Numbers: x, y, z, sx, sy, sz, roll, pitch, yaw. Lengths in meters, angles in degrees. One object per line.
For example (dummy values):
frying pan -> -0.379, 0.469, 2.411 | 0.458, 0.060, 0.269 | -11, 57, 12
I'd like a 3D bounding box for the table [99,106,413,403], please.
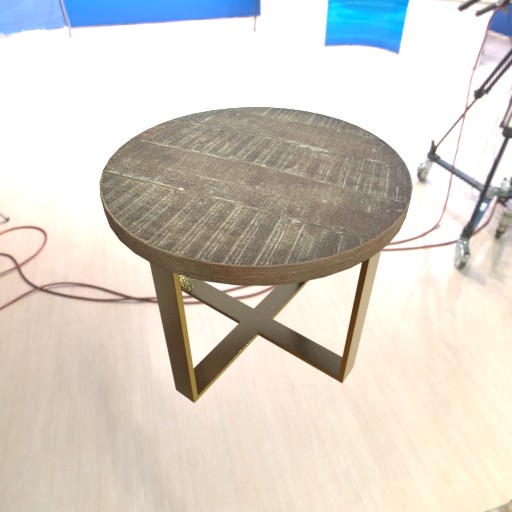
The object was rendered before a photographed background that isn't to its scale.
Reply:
table -> 0.000, 0.000, 0.957 | 0.557, 0.437, 0.557 | 0, 40, 0
